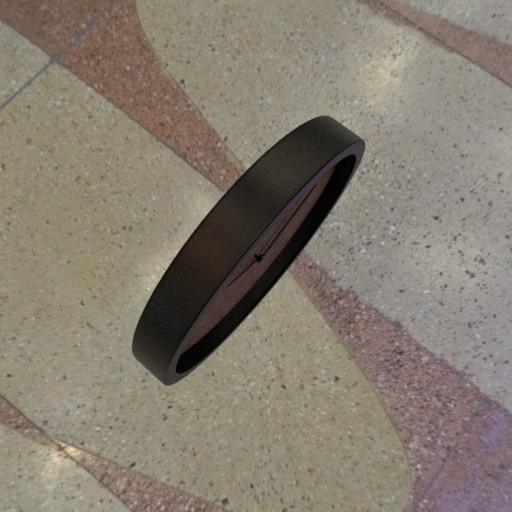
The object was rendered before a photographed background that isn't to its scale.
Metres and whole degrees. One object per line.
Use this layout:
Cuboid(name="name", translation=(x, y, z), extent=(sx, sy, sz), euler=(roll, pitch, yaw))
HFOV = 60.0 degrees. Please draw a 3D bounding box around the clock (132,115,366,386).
Cuboid(name="clock", translation=(0.000, 0.000, 0.469), extent=(0.040, 0.314, 0.314), euler=(39, 78, 10))
